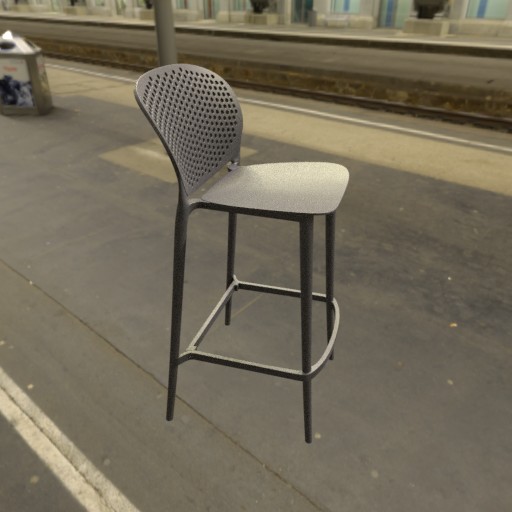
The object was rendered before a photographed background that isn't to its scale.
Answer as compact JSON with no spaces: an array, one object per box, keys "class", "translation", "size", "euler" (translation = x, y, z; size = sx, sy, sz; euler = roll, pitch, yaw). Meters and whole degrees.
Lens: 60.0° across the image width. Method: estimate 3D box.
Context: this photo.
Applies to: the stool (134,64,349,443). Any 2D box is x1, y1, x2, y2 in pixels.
[{"class":"stool","translation":[0.000,0.000,1.348],"size":[0.535,1.045,0.536],"euler":[10,32,16]}]
